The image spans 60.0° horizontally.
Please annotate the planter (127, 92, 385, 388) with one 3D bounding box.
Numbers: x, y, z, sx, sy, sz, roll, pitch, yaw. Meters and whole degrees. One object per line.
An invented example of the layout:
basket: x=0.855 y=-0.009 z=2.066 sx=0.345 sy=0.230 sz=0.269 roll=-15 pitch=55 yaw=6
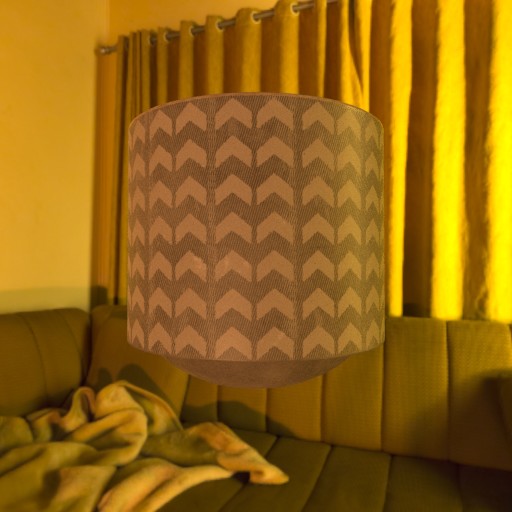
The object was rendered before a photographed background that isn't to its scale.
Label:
planter: x=0.000 y=0.000 z=0.450 sx=0.250 sy=0.239 sz=0.250 roll=0 pitch=-1 yaw=0
